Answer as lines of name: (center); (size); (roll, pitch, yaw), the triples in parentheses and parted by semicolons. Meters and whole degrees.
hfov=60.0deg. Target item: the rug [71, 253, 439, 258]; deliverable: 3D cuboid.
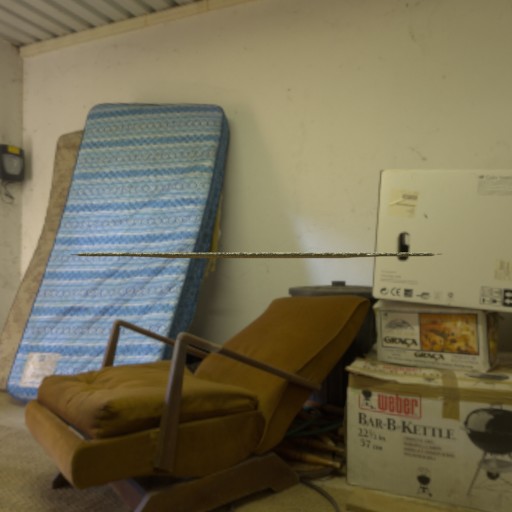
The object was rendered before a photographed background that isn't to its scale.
rug: (0.000, 0.000, 4.008); (2.125, 0.028, 3.027); (0, -1, 0)
